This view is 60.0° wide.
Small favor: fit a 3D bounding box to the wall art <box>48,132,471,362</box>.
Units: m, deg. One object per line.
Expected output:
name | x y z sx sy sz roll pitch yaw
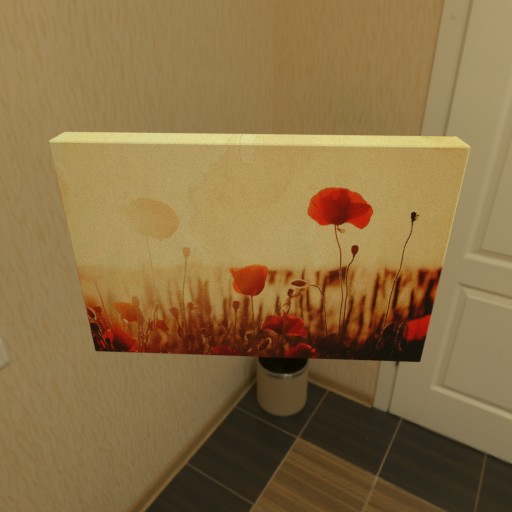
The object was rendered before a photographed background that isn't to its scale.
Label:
wall art | 0.000 0.000 0.476 0.383 0.251 0.037 1 29 2
